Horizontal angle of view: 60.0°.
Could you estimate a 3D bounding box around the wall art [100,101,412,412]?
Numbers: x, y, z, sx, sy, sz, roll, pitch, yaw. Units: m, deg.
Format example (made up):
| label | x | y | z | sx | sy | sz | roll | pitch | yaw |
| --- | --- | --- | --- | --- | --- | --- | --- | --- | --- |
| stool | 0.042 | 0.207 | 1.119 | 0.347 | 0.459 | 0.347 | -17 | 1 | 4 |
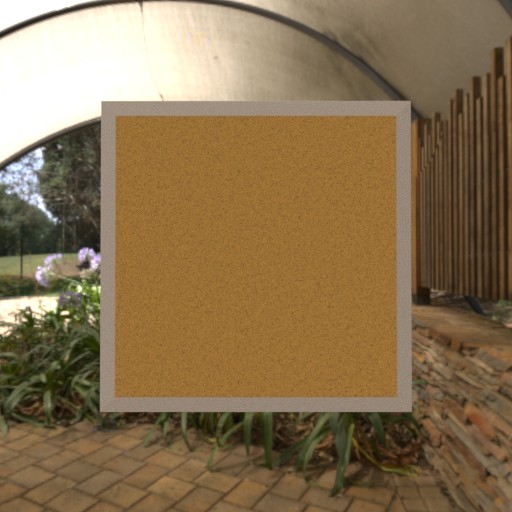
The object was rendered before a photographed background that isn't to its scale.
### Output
| label | x | y | z | sx | sy | sz | roll | pitch | yaw |
| --- | --- | --- | --- | --- | --- | --- | --- | --- | --- |
| wall art | 0.000 | 0.000 | 1.886 | 1.289 | 1.291 | 0.098 | 0 | -1 | 0 |
